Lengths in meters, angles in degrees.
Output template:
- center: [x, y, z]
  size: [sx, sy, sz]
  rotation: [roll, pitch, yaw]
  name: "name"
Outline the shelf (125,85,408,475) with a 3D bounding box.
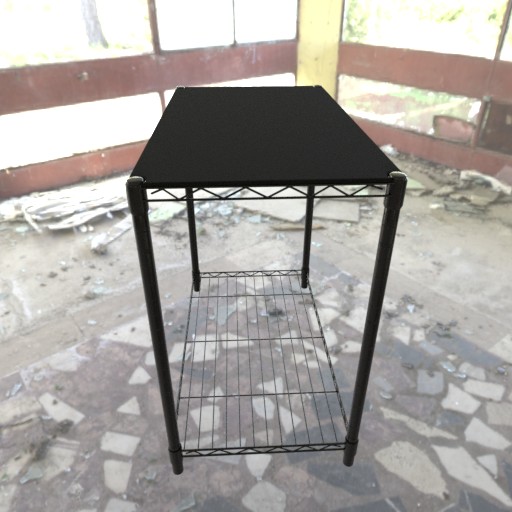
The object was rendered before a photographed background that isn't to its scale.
- center: [0.000, 0.000, 0.913]
  size: [0.338, 0.564, 0.589]
  rotation: [-2, 31, -3]
  name: "shelf"
